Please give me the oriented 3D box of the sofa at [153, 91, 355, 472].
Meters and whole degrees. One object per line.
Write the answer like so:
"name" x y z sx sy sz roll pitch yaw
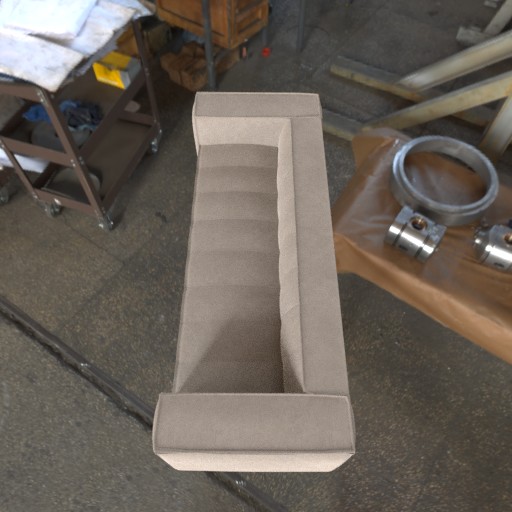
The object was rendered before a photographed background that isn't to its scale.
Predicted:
"sofa" 0.000 0.000 3.089 1.038 0.680 2.697 0 58 0
